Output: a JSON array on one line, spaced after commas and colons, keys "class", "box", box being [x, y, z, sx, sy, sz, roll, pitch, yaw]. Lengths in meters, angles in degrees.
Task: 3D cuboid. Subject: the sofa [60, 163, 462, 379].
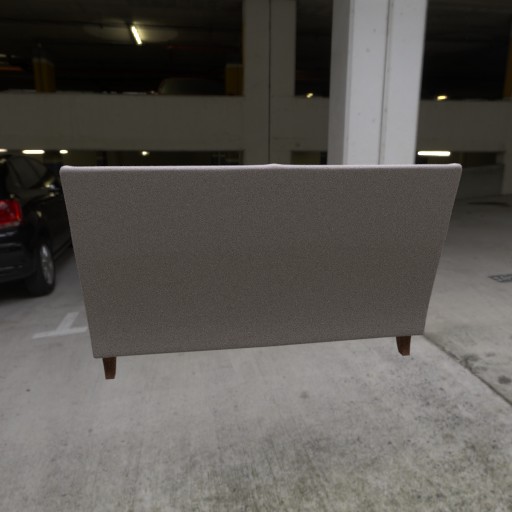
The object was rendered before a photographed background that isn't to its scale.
[{"class": "sofa", "box": [0.000, 0.000, 2.118, 1.482, 0.890, 0.888, -2, 14, -9]}]
